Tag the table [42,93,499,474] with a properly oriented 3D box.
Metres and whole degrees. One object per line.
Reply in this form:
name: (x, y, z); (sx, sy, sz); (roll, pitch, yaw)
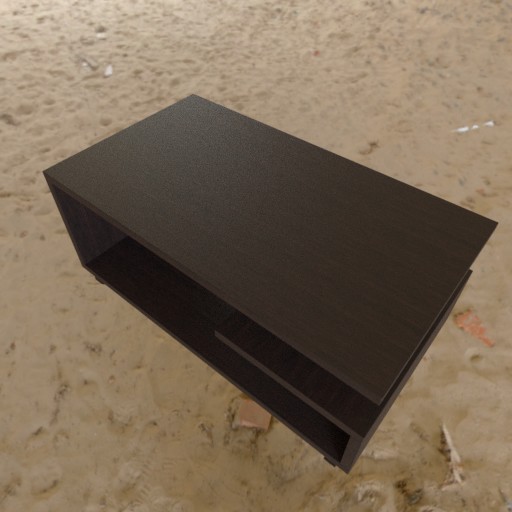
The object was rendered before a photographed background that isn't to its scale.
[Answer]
table: (0.000, 0.000, 1.321); (1.050, 0.460, 0.590); (31, 54, 26)
